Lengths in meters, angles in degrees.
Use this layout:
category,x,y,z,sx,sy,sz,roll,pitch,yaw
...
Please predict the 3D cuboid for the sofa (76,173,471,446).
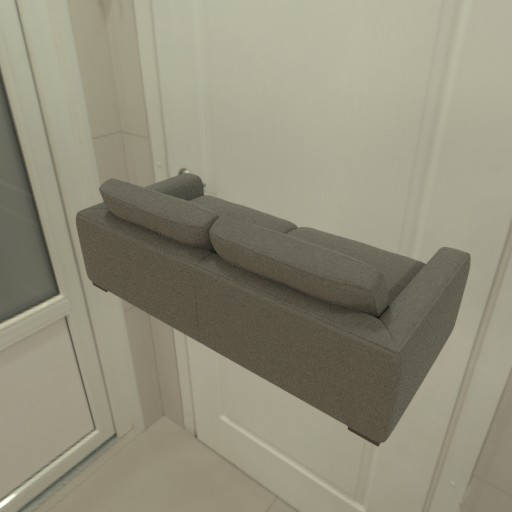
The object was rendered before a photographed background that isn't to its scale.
category,x,y,z,sx,sy,sz,roll,pitch,yaw
sofa,0.000,0.000,2.755,2.262,0.801,1.070,21,36,32
